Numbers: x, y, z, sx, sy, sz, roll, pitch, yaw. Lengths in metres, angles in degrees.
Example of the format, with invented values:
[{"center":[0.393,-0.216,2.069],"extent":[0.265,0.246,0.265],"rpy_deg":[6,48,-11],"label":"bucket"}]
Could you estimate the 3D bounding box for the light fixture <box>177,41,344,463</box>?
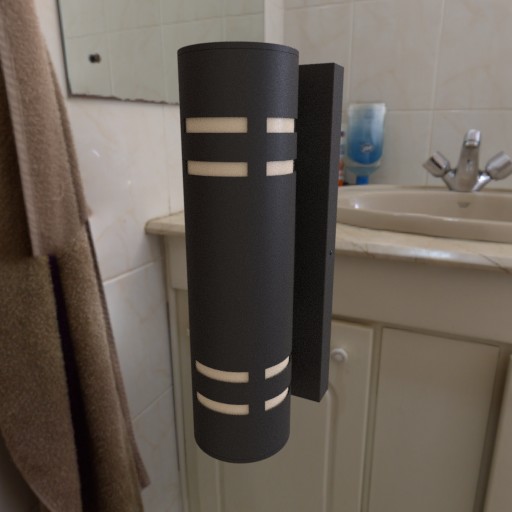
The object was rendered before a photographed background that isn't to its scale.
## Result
[{"center":[0.000,0.000,0.402],"extent":[0.105,0.330,0.149],"rpy_deg":[8,17,26],"label":"light fixture"}]
